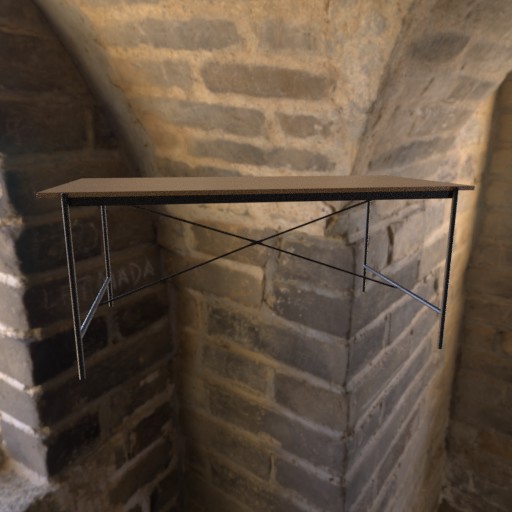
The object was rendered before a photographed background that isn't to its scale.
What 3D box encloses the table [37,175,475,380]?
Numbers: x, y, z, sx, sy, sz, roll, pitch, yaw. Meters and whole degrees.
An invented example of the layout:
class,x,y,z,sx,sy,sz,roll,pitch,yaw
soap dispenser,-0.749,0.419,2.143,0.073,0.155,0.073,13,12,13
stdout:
class,x,y,z,sx,sy,sz,roll,pitch,yaw
table,0.000,0.000,2.287,1.800,0.758,0.900,-2,14,-10
